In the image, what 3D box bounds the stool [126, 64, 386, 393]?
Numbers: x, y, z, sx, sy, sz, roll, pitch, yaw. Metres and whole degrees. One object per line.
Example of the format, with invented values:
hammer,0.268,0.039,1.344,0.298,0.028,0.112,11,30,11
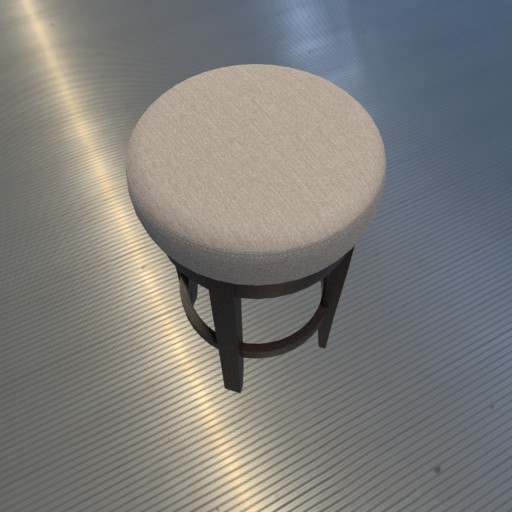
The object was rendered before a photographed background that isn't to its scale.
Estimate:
stool,0.000,0.000,1.030,0.443,0.757,0.443,0,58,0
